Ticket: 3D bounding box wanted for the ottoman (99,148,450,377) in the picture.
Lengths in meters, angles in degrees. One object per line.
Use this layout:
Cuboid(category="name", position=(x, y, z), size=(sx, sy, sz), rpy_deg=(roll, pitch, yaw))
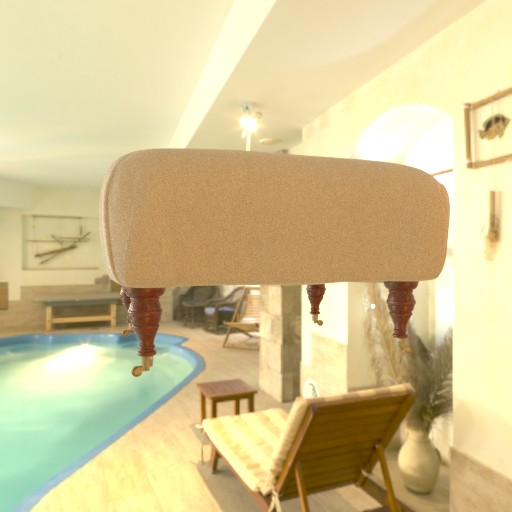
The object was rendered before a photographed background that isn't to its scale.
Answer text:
Cuboid(category="ottoman", position=(0.000, 0.000, 1.121), size=(0.746, 0.450, 0.622), rpy_deg=(0, 0, -19))
